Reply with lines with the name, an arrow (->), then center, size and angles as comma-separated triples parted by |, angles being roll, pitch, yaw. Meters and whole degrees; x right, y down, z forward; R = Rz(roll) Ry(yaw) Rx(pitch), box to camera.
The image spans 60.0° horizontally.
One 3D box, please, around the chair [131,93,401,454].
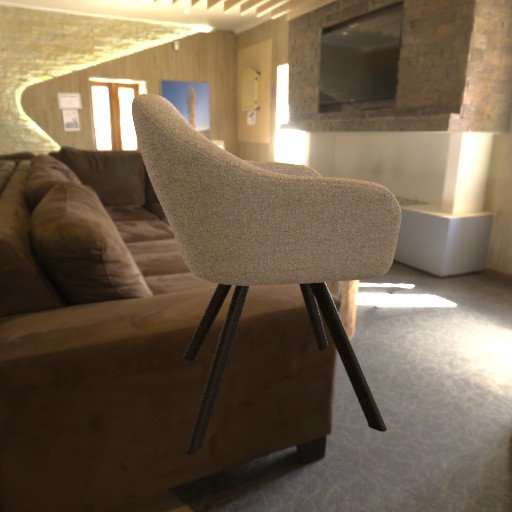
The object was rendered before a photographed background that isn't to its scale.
chair -> 0.000, 0.000, 1.141 | 0.570, 0.780, 0.540 | -3, 16, -9
